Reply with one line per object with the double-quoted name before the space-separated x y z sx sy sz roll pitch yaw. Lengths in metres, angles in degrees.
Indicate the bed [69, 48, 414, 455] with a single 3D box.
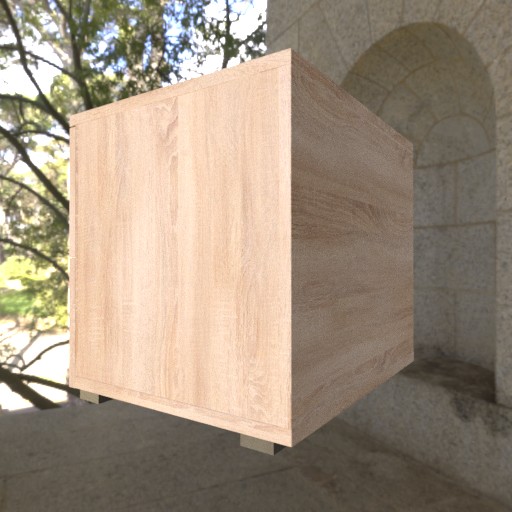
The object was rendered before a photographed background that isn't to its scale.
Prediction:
"bed" 0.000 0.000 0.752 0.401 0.420 0.460 0 0 34
